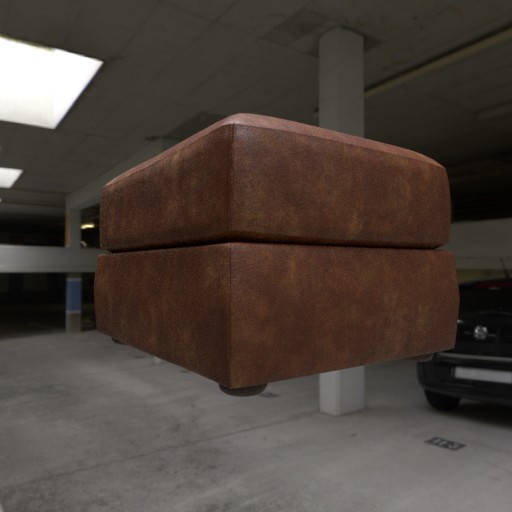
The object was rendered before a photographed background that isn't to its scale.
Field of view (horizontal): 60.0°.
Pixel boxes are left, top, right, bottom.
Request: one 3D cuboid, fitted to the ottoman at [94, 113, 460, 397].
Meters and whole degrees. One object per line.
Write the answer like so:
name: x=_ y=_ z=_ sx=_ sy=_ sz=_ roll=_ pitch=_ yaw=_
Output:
ottoman: x=0.000 y=0.000 z=1.106 sx=0.603 sy=0.476 sz=0.751 roll=1 pitch=-2 yaw=-35
